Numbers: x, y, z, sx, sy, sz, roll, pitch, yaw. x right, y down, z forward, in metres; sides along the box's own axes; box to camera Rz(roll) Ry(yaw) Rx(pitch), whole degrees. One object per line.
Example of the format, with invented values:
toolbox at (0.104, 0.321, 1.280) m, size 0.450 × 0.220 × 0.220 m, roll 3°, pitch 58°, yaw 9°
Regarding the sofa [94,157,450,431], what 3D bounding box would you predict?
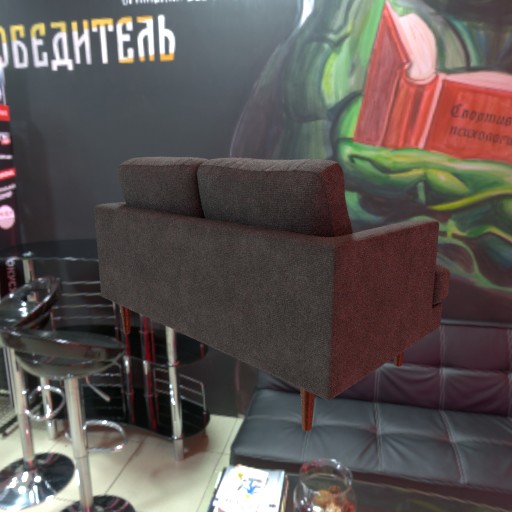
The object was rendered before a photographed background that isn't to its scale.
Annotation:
sofa at (0.000, 0.000, 2.190) m, size 1.582 × 0.956 × 0.903 m, roll 12°, pitch 18°, yaw 43°
